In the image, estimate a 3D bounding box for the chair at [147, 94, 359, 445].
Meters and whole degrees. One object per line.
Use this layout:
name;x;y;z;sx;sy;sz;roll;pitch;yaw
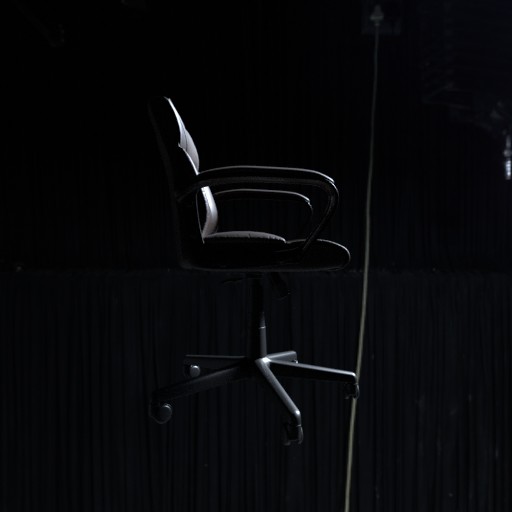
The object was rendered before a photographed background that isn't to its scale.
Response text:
chair;0.000;0.000;1.522;0.717;1.004;0.739;0;1;0
